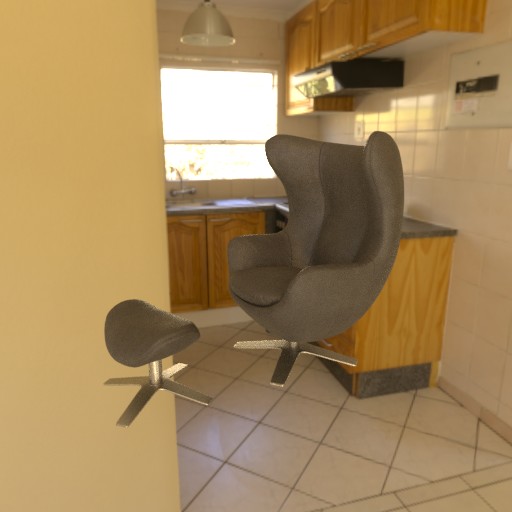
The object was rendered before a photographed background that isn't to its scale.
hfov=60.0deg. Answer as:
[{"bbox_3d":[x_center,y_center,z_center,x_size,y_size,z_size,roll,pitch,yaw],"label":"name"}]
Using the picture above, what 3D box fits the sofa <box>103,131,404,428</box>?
[{"bbox_3d":[0.000,0.000,2.109,1.444,1.135,0.894,-7,16,-26],"label":"sofa"}]
